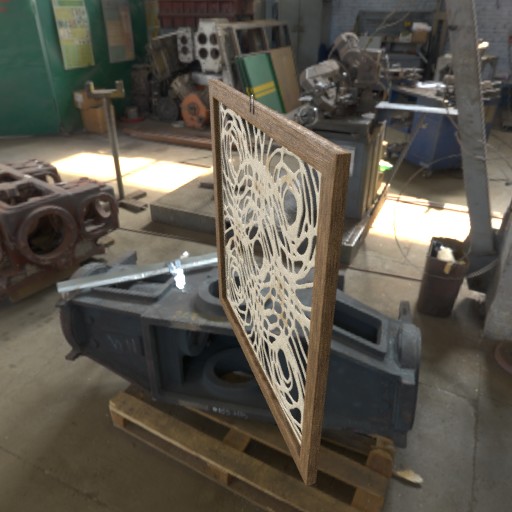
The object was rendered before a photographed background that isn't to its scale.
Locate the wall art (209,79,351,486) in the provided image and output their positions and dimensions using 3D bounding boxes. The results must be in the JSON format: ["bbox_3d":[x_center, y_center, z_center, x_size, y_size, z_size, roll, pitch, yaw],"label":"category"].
[{"bbox_3d":[0.000,0.000,0.827,0.021,0.576,0.561,-10,31,-16],"label":"wall art"}]
